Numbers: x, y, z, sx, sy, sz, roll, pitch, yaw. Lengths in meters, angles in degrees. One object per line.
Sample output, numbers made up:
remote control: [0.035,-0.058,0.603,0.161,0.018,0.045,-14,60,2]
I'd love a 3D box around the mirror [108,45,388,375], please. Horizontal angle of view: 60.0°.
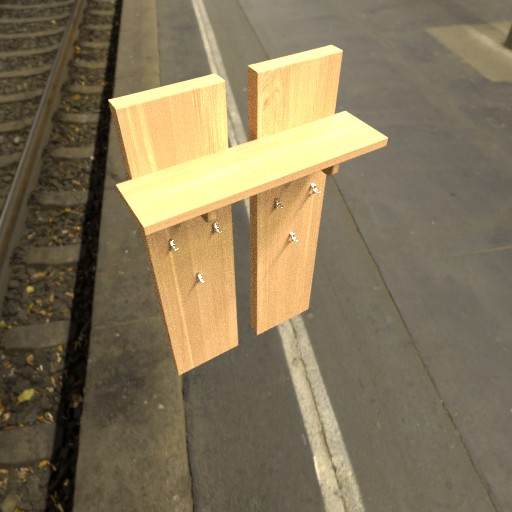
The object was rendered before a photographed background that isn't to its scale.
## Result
mirror: [0.000,0.000,1.599,0.800,1.250,0.260,-23,50,-22]
